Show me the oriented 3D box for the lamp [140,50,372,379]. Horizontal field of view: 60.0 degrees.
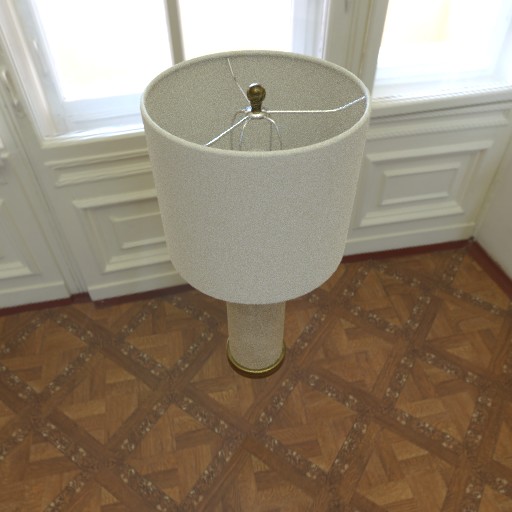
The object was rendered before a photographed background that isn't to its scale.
[{"bbox_3d":[0.000,0.000,0.805,0.305,0.634,0.305,24,50,22],"label":"lamp"}]
